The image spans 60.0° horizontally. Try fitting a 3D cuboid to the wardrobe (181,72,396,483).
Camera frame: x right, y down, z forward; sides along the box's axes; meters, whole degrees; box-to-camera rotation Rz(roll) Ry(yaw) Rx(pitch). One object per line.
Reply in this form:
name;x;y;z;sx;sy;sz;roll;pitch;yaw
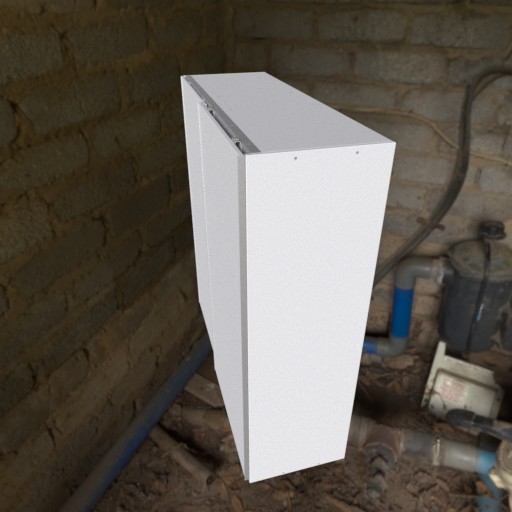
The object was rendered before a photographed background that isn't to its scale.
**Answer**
wardrobe;0.000;0.000;2.873;0.629;1.960;1.780;-8;32;-13
